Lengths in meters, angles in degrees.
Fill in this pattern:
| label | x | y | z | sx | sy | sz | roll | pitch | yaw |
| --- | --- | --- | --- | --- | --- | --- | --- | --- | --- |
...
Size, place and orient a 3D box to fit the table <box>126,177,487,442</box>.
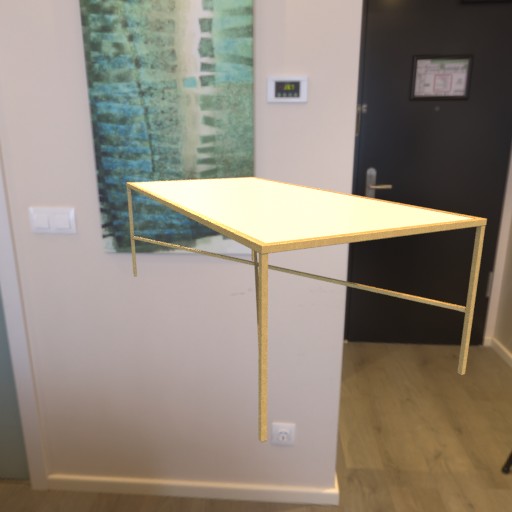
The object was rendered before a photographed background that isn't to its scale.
| label | x | y | z | sx | sy | sz | roll | pitch | yaw |
| --- | --- | --- | --- | --- | --- | --- | --- | --- | --- |
| table | 0.000 | 0.000 | 1.463 | 0.580 | 0.398 | 1.206 | -7 | 17 | -26 |
